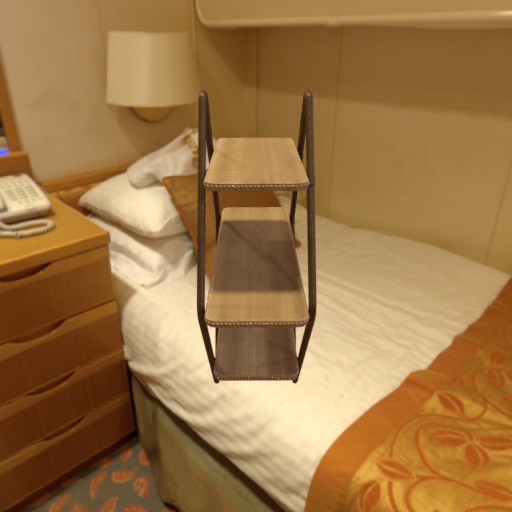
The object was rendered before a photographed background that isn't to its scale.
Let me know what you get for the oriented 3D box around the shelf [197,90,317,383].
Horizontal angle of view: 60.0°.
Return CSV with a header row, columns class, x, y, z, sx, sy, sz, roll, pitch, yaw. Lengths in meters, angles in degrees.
class,x,y,z,sx,sy,sz,roll,pitch,yaw
shelf,0.000,0.000,1.096,0.234,0.774,0.609,0,27,0
